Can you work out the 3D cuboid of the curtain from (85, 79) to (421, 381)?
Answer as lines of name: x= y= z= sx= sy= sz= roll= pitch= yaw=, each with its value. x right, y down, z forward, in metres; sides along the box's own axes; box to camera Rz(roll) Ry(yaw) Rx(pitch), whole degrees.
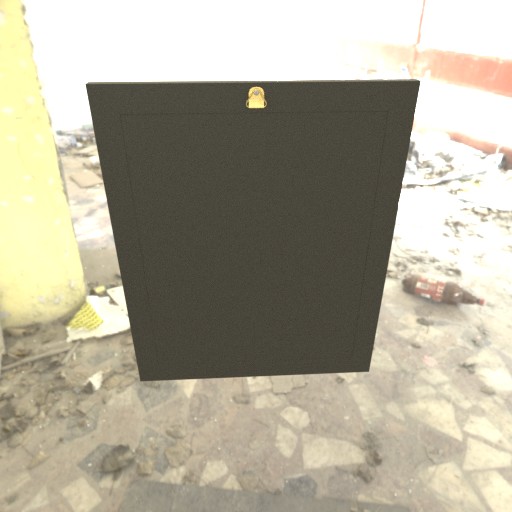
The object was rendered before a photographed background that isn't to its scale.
curtain: x=0.000 y=0.000 z=0.790 sx=0.483 sy=0.585 sz=0.027 roll=-2 pitch=31 yaw=-3
